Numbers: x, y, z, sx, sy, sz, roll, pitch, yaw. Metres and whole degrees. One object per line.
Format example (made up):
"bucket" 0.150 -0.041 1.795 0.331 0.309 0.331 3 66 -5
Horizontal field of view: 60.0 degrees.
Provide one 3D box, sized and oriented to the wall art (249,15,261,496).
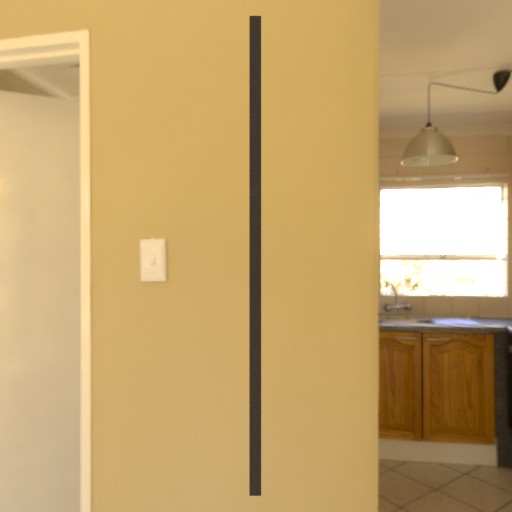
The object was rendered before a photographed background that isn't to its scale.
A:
"wall art" 0.000 0.000 0.683 0.013 0.534 0.380 0 0 0
